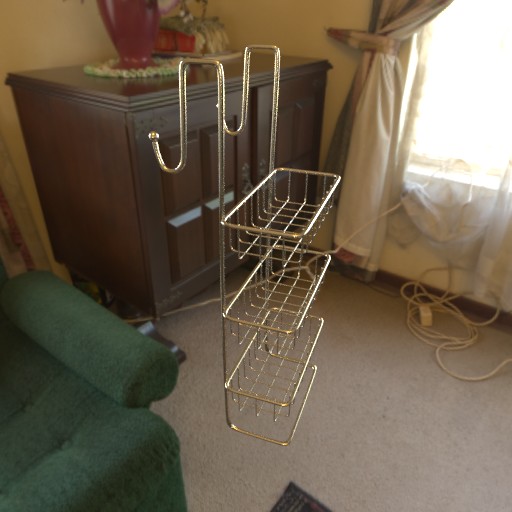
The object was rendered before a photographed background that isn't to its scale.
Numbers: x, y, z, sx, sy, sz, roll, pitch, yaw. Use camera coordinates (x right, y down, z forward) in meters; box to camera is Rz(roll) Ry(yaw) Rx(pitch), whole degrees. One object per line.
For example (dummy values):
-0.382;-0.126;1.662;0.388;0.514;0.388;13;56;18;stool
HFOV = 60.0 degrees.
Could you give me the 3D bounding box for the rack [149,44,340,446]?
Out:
0.000;0.000;0.682;0.202;0.574;0.228;11;31;18;rack
